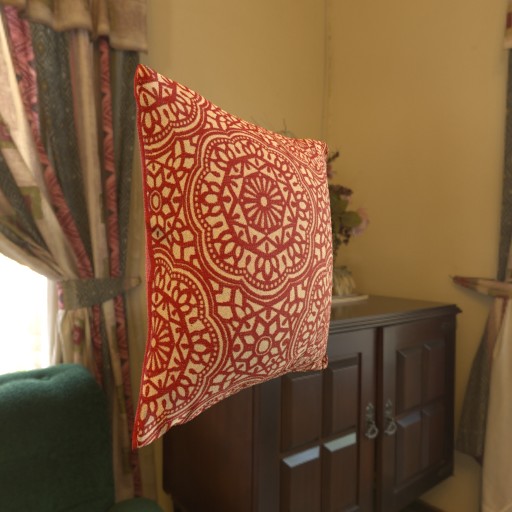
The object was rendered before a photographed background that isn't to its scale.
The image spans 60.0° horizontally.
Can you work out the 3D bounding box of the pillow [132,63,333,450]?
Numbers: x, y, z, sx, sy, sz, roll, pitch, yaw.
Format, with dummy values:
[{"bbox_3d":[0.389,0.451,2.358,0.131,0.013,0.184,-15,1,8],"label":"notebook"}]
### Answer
[{"bbox_3d":[0.000,0.000,0.652,0.162,0.419,0.438,0,0,36],"label":"pillow"}]
